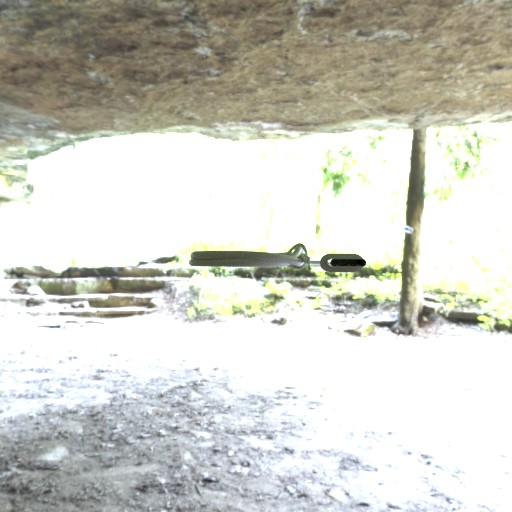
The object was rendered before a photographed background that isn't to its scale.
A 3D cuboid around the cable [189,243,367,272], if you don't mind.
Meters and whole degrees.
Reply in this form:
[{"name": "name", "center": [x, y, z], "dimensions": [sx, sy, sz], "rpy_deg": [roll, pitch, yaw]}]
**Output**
[{"name": "cable", "center": [0.000, 0.000, 0.236], "dimensions": [0.070, 0.014, 0.203], "rpy_deg": [0, -1, -1]}]
